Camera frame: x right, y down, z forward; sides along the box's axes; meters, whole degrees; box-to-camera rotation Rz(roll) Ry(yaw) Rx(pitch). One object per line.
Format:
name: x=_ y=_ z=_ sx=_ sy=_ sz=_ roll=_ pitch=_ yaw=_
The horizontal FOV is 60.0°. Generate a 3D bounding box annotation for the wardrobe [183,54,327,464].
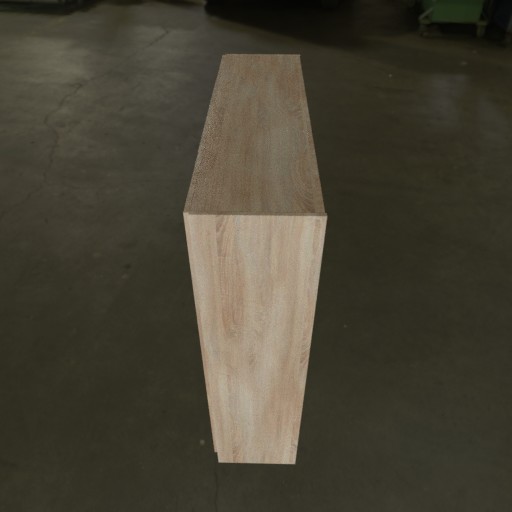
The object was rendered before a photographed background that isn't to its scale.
wardrobe: x=0.000 y=0.000 z=3.185 sx=0.598 sy=2.159 sz=1.998 roll=1 pitch=41 yaw=1
